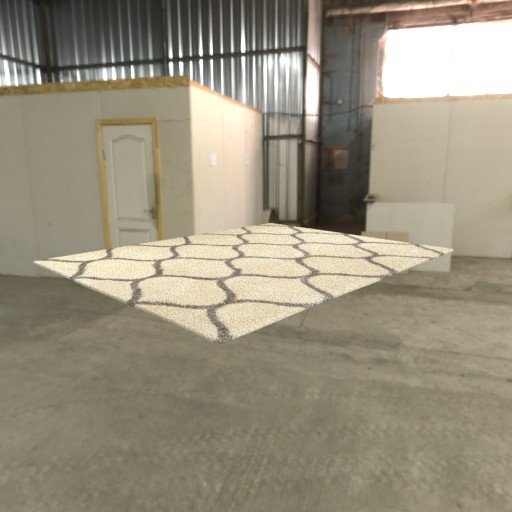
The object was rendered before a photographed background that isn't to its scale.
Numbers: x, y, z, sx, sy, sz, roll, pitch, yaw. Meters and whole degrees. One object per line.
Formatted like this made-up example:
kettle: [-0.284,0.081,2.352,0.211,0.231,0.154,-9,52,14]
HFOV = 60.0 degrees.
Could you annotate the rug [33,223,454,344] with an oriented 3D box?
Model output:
rug: [0.000,0.000,4.001,2.399,0.026,3.000,12,18,43]
